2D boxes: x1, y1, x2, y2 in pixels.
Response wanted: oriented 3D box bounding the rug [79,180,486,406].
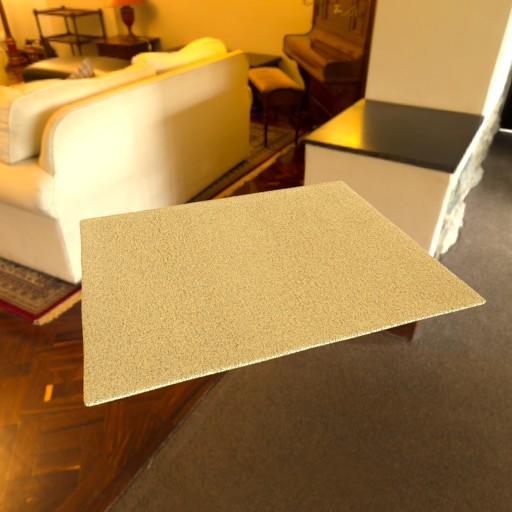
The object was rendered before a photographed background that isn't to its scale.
[{"bbox_3d":[0.000,0.000,4.065,3.047,0.029,2.438,-11,35,-16],"label":"rug"}]
